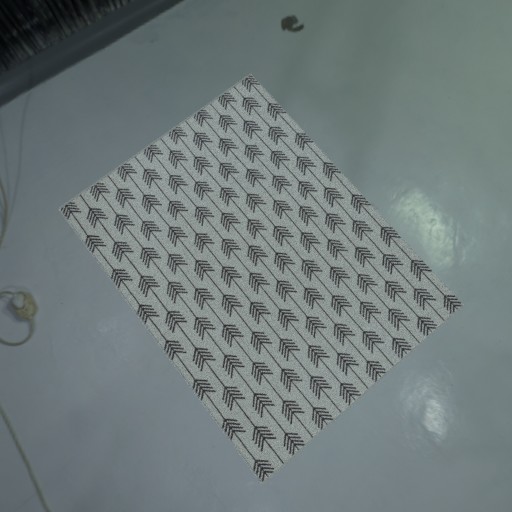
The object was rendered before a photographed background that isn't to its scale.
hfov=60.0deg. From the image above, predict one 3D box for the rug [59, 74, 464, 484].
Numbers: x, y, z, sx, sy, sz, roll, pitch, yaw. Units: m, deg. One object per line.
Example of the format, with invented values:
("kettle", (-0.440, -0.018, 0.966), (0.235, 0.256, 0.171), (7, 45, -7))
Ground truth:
("rug", (0.000, 0.000, 4.074), (2.330, 0.010, 3.061), (-38, 79, -9))
